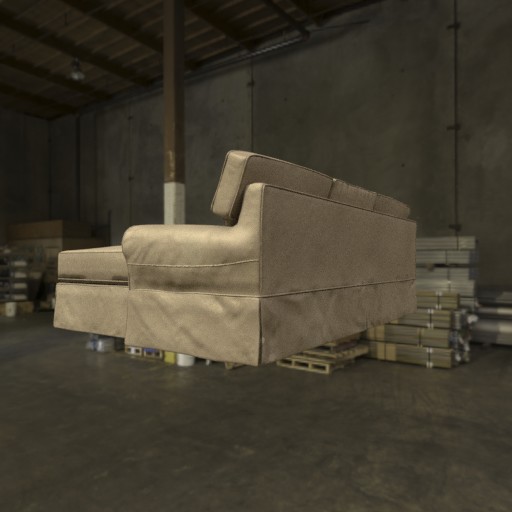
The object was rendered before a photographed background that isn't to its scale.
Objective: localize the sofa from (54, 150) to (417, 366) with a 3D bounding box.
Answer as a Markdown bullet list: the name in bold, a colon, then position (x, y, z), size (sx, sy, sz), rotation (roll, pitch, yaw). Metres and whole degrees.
- **sofa**: position (0.000, 0.000, 3.342), size (1.733, 0.978, 2.475), rotation (0, -1, 35)
